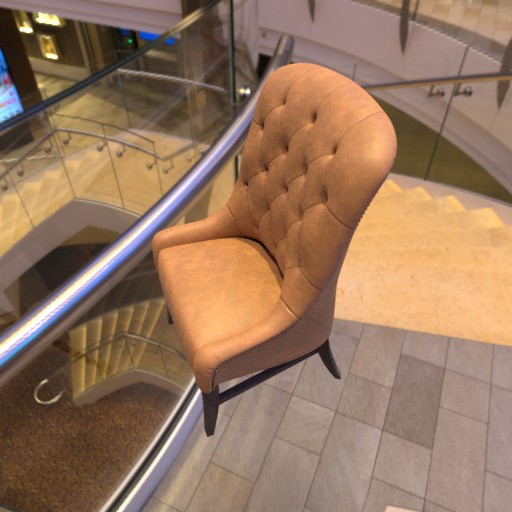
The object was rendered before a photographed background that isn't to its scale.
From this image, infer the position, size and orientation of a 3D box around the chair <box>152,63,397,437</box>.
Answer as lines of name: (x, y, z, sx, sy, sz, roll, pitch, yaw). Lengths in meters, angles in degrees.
chair: (0.000, 0.000, 1.500, 0.629, 1.091, 0.634, -16, 47, -16)
